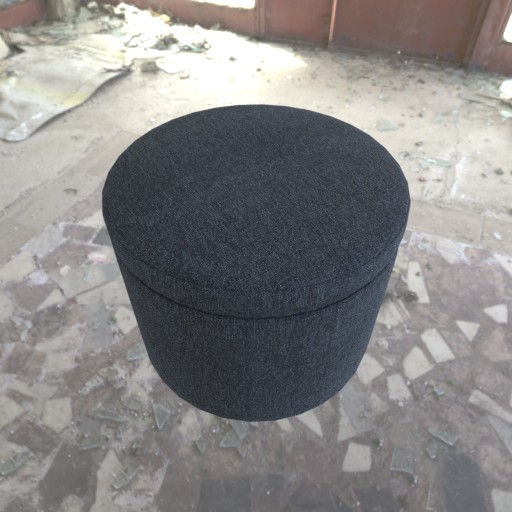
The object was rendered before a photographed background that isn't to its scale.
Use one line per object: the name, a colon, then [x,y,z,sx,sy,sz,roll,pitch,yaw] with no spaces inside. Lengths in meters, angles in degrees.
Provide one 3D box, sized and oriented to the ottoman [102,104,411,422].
ottoman: [0.000,0.000,0.864,0.500,0.419,0.500,0,46,0]
